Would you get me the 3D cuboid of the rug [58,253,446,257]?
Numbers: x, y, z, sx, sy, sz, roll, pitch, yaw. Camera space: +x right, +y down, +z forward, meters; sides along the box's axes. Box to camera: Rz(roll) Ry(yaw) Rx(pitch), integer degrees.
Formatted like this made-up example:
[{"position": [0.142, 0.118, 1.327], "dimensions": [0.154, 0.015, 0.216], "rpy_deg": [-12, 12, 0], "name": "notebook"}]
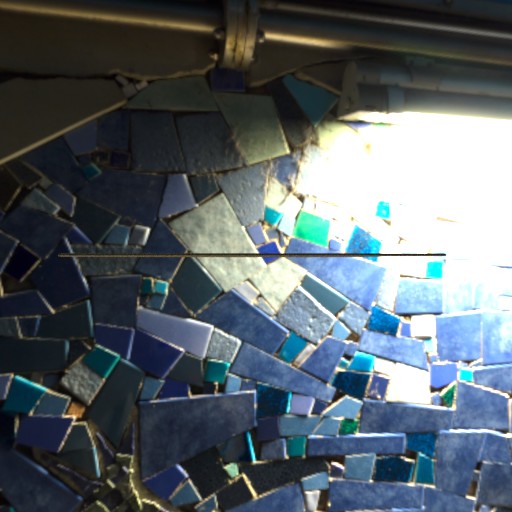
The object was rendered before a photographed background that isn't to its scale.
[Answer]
[{"position": [0.000, 0.000, 2.294], "dimensions": [1.219, 0.010, 1.829], "rpy_deg": [0, 0, 1], "name": "rug"}]
